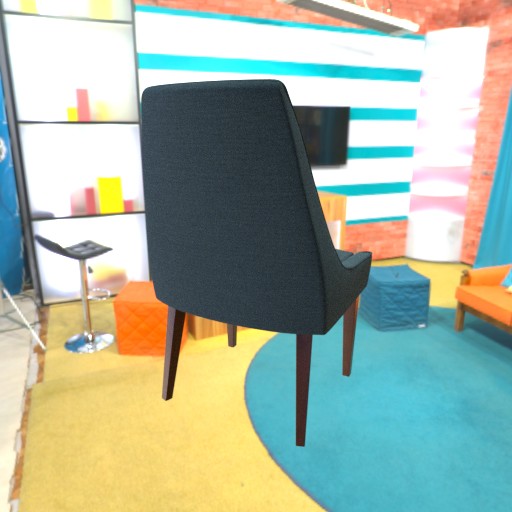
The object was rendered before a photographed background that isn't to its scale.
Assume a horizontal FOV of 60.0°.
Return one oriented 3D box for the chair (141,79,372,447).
[{"bbox_3d":[0.000,0.000,1.233,0.529,0.861,0.544,8,17,27],"label":"chair"}]
